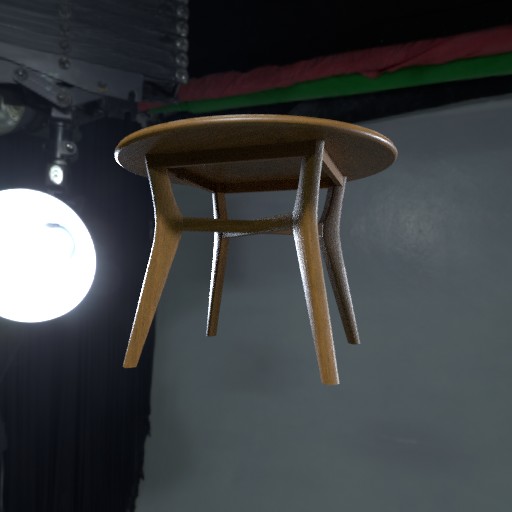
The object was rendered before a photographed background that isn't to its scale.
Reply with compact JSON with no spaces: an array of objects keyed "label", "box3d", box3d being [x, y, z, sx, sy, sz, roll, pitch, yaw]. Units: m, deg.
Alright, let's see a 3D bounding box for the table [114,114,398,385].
[{"label":"table","box3d":[0.000,0.000,1.728,1.055,0.757,1.055,0,-1,0]}]
